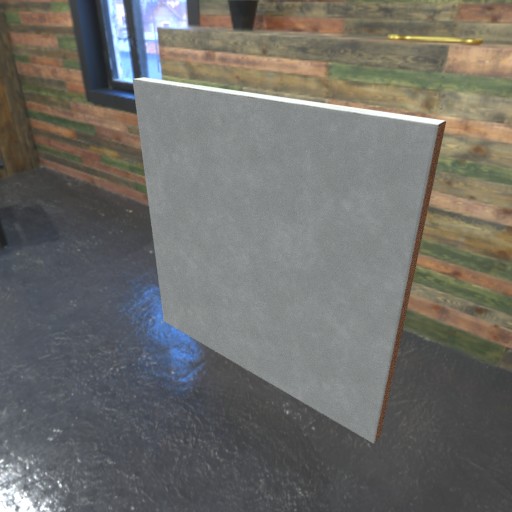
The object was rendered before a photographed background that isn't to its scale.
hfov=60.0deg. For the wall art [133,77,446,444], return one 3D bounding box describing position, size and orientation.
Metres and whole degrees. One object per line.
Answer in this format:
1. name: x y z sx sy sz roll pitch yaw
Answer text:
1. wall art: 0.000 0.000 0.438 0.303 0.303 0.015 22 36 33
